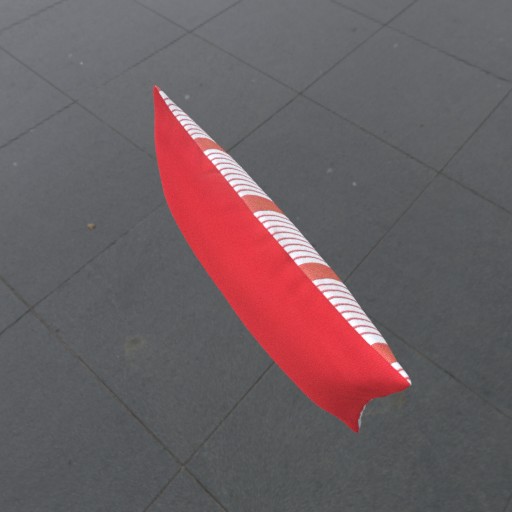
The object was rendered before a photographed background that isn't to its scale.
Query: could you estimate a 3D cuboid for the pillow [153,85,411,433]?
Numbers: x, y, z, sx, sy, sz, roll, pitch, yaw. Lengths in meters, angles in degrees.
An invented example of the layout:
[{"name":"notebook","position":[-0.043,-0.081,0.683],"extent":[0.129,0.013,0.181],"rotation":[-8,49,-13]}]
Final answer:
[{"name":"pillow","position":[0.000,0.000,0.736],"extent":[0.151,0.297,0.608],"rotation":[-30,63,-17]}]
